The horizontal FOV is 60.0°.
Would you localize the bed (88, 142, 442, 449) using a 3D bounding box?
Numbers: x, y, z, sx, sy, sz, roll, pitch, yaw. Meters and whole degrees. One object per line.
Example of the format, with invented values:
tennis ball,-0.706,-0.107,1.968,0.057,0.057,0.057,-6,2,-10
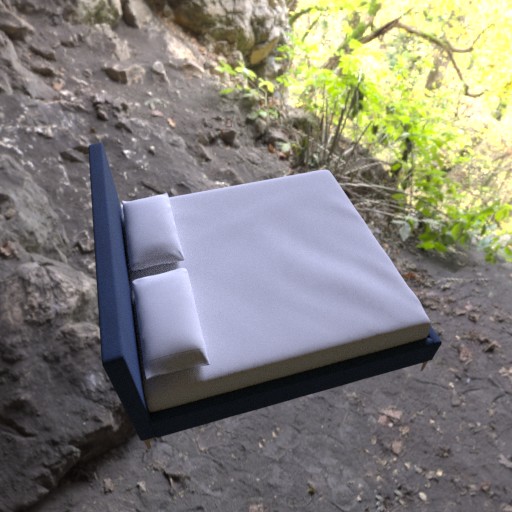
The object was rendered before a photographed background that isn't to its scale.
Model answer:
bed,0.000,0.000,3.562,2.232,1.231,2.096,-12,48,-11
